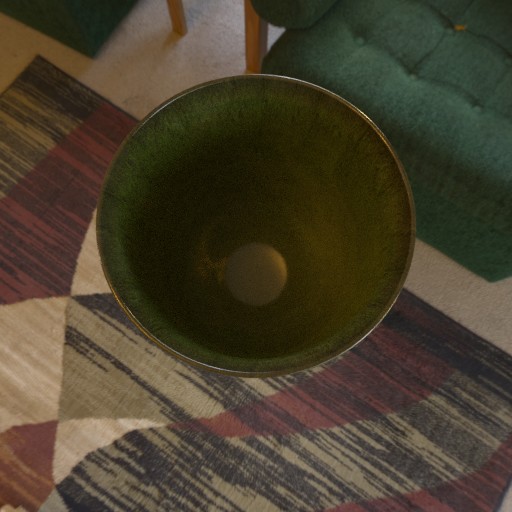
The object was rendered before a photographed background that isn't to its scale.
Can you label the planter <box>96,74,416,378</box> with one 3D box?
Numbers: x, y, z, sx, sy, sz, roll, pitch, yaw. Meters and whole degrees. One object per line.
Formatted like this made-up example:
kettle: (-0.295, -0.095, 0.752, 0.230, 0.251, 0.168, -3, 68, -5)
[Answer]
planter: (0.000, 0.000, 0.469, 0.245, 0.270, 0.245, 0, 76, 0)
